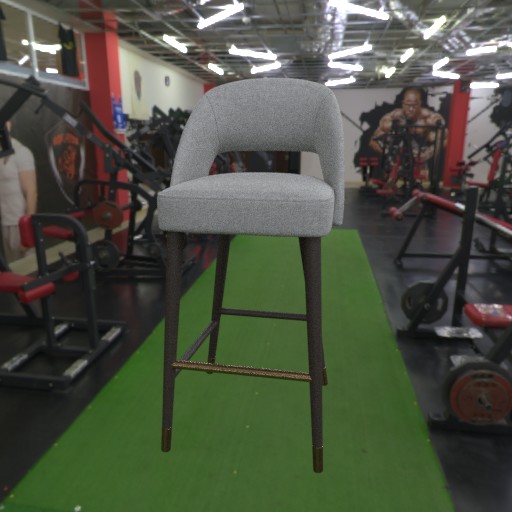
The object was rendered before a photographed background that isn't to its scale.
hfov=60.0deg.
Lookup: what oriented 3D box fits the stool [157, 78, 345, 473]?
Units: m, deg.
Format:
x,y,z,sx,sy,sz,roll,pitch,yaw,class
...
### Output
x,y,z,sx,sy,sz,roll,pitch,yaw,class
0.000,0.000,1.311,0.494,1.037,0.509,3,16,10,stool
